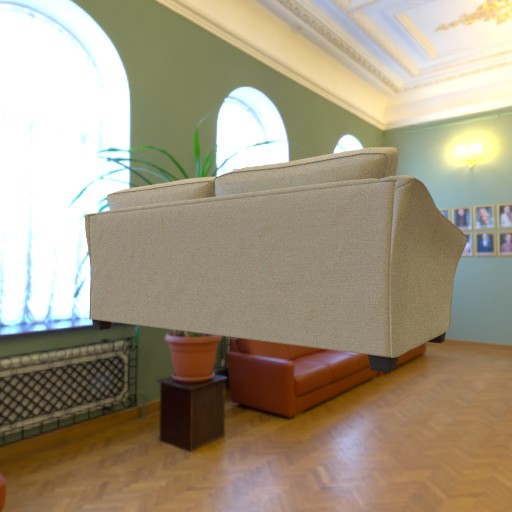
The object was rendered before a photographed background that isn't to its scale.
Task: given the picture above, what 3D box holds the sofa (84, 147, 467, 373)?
[{"bbox_3d":[0.000,0.000,2.733,2.270,0.965,0.980,-1,-1,37],"label":"sofa"}]
